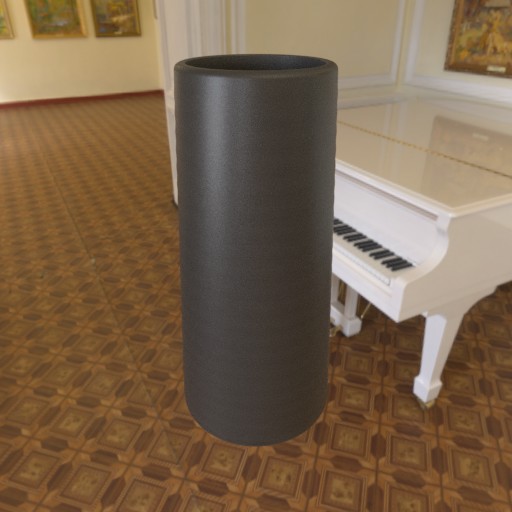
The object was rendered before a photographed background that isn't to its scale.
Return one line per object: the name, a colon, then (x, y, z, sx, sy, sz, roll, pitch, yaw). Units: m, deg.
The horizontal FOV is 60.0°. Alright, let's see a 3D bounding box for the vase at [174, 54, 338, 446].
vase: (0.000, 0.000, 0.358, 0.136, 0.289, 0.136, -8, 30, -14)
